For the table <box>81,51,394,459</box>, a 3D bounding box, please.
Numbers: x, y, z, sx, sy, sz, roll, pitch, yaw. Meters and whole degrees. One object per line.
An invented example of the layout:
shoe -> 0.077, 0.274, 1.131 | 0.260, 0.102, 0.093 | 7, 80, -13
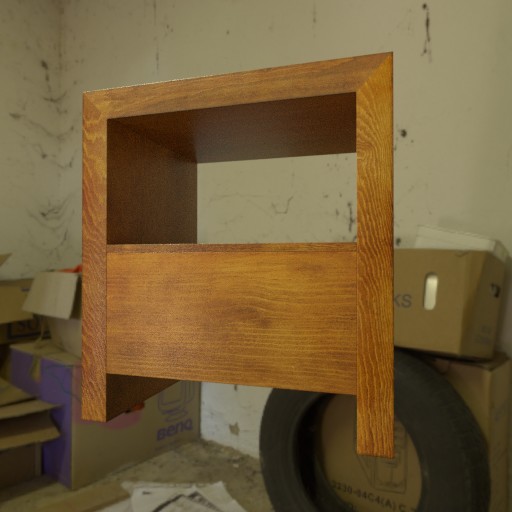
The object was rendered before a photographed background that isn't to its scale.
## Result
table -> 0.000, 0.000, 0.929 | 0.550, 0.605, 0.400 | 0, -1, 17
